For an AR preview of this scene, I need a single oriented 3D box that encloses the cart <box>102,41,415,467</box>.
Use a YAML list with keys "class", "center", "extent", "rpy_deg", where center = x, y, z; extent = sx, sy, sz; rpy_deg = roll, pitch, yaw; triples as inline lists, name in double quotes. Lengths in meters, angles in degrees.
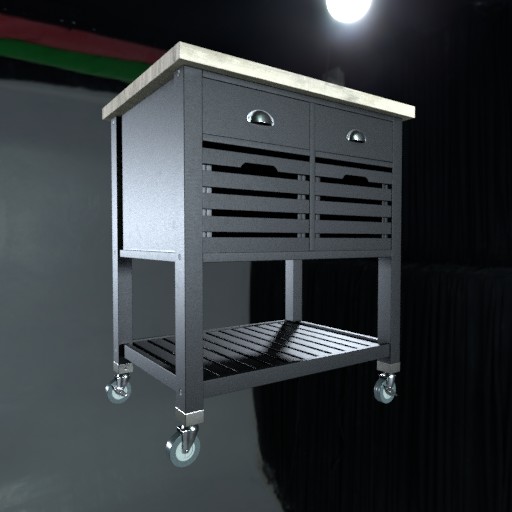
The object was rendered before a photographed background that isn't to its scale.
- class: "cart"
  center: [0.000, 0.000, 1.386]
  extent: [0.797, 0.920, 0.567]
  rpy_deg: [-1, 2, -35]
